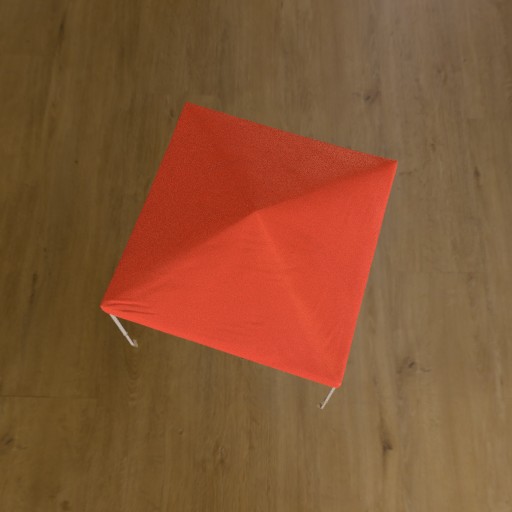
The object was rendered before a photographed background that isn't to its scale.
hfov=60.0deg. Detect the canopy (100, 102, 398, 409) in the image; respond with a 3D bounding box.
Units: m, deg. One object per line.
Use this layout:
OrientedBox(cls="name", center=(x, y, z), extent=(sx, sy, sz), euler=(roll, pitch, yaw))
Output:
OrientedBox(cls="canopy", center=(0.000, 0.000, 5.258), extent=(2.850, 2.850, 2.849), euler=(17, 75, 5))
